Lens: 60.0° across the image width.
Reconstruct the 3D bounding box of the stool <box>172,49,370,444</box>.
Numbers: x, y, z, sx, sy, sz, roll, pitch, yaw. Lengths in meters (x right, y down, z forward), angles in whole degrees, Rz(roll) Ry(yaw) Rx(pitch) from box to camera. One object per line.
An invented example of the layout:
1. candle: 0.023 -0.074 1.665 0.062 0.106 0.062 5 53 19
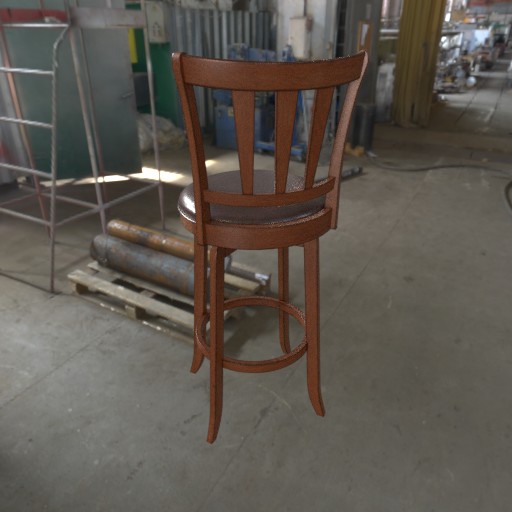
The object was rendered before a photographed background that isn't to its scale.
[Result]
1. stool: 0.000 0.000 1.383 0.464 1.177 0.503 -8 28 -15
